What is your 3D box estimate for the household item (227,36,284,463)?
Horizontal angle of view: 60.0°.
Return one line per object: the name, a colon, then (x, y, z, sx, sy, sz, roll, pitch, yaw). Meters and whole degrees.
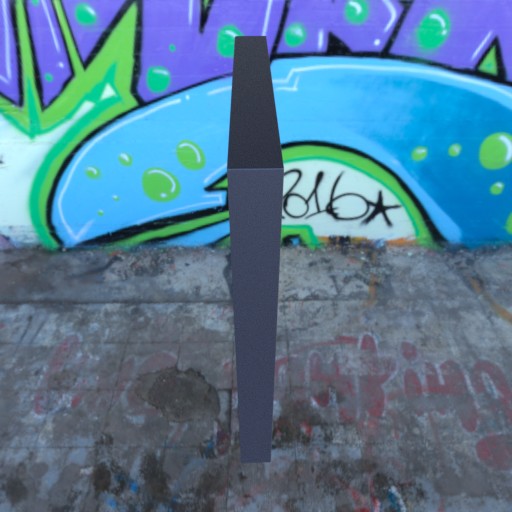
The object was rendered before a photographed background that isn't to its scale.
household item: (0.000, 0.000, 0.230, 0.022, 0.178, 0.133, -1, 41, -1)
